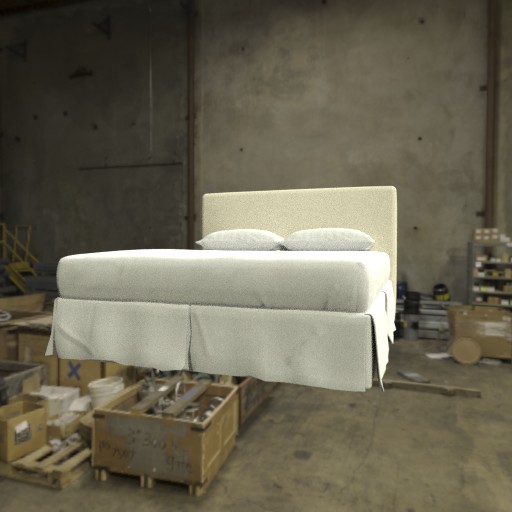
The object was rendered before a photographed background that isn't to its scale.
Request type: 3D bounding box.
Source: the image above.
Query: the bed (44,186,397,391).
[{"bbox_3d":[0.000,0.000,3.558,2.119,1.317,2.341,0,1,19],"label":"bed"}]
